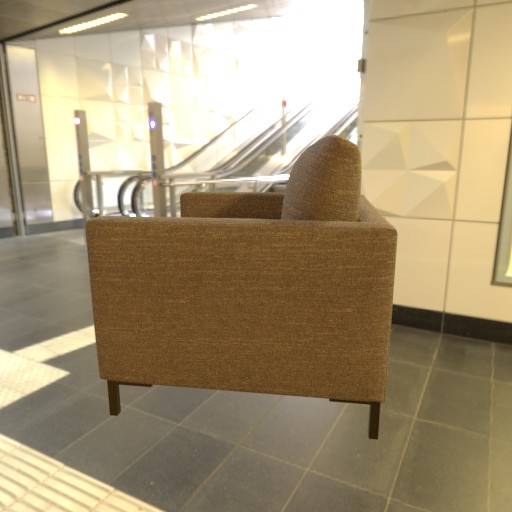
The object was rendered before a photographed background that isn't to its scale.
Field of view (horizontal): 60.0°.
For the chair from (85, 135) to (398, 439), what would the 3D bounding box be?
[{"bbox_3d":[0.000,0.000,1.619,0.845,0.841,0.940,2,13,8],"label":"chair"}]
